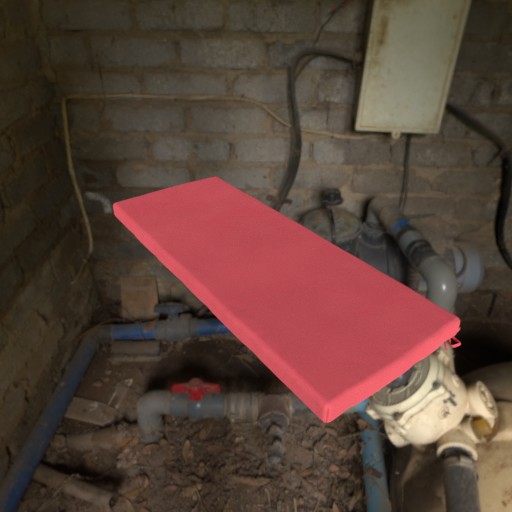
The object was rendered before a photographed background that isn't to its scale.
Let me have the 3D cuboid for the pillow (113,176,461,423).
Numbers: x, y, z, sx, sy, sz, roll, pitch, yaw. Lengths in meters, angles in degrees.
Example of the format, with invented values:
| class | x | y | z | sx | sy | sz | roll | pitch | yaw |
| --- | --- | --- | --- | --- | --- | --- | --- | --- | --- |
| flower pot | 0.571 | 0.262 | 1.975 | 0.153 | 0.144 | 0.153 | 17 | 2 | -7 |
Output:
| class | x | y | z | sx | sy | sz | roll | pitch | yaw |
| --- | --- | --- | --- | --- | --- | --- | --- | --- | --- |
| pillow | 0.000 | 0.000 | 1.380 | 0.492 | 0.081 | 1.187 | -21 | 38 | -30 |
